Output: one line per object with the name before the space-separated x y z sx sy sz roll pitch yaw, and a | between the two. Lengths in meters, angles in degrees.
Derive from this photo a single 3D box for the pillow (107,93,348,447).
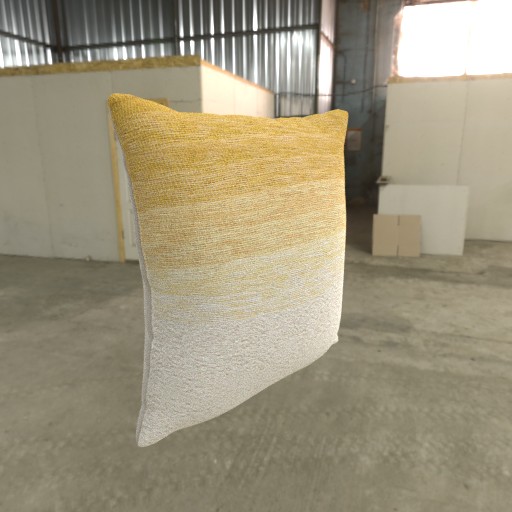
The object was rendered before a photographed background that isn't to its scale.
pillow | 0.000 0.000 0.689 0.450 0.450 0.211 -14 21 -43
